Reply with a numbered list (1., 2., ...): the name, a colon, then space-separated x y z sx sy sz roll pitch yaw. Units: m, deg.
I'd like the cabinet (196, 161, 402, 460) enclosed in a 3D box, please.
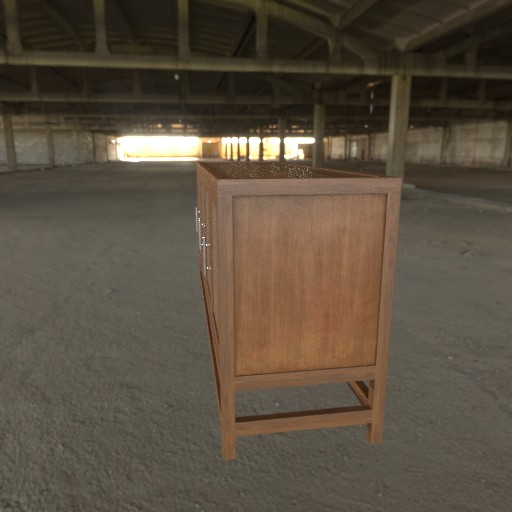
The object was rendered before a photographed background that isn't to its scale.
1. cabinet: 0.000 0.000 2.069 0.522 0.820 1.708 -2 14 -9
